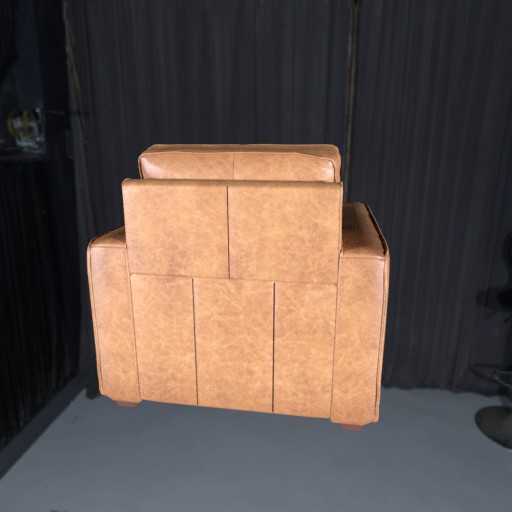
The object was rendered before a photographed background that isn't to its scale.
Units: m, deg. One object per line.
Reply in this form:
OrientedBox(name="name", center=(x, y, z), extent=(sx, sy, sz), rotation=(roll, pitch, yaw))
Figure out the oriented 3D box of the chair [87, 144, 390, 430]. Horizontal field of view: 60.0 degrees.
OrientedBox(name="chair", center=(0.000, 0.000, 1.813), extent=(0.987, 0.901, 1.027), rotation=(2, 16, 6))
